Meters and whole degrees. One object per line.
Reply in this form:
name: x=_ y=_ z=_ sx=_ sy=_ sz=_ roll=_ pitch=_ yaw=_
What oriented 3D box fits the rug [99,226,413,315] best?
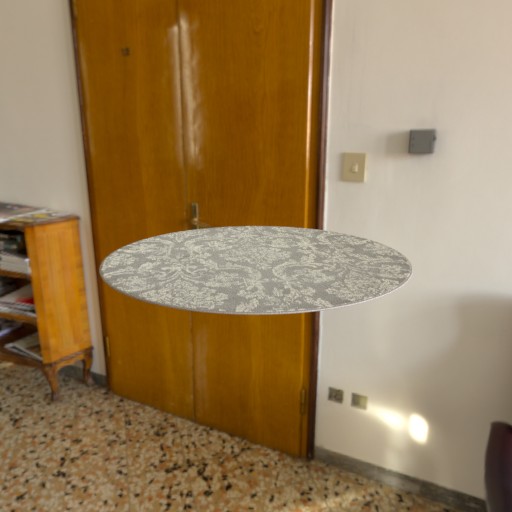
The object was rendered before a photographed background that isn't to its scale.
rug: x=0.000 y=0.000 z=2.379 sx=1.593 sy=0.012 sz=1.593 roll=0 pitch=15 yaw=0
